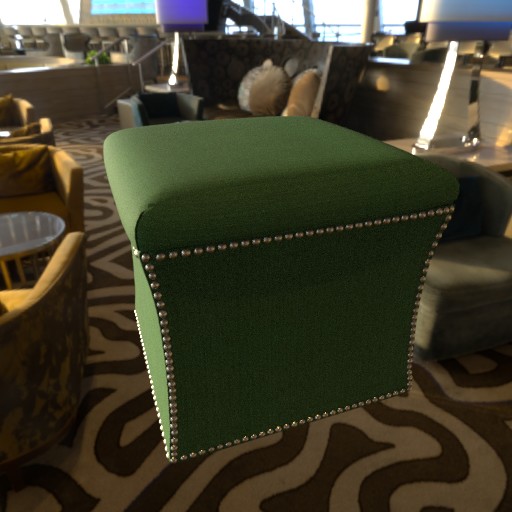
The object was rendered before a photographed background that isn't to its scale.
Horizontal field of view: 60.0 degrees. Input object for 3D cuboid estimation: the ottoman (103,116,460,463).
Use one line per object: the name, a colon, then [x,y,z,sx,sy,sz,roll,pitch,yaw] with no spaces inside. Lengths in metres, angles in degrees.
ottoman: [0.000,0.000,0.878,0.507,0.475,0.497,-10,29,-18]
